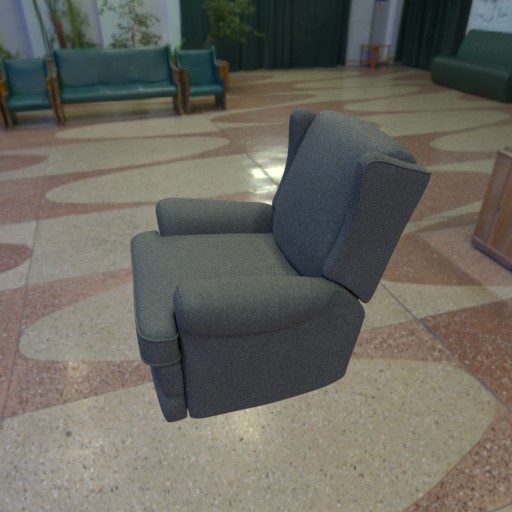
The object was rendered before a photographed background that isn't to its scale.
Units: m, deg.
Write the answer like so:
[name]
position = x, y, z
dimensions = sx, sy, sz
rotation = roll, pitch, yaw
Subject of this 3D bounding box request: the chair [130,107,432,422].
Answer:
[chair]
position = 0.000, 0.000, 1.761
dimensions = 0.969, 1.011, 0.847
rotation = -8, 32, -13
